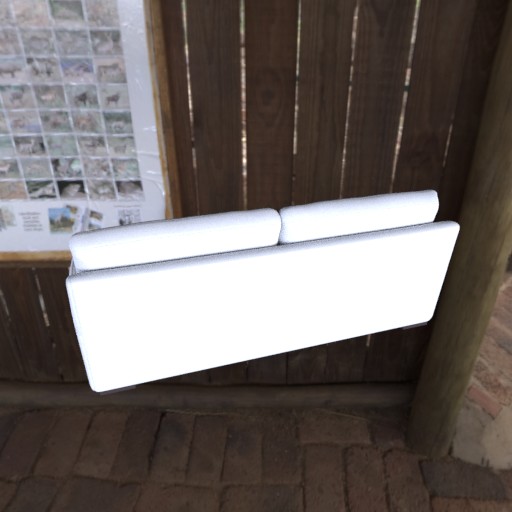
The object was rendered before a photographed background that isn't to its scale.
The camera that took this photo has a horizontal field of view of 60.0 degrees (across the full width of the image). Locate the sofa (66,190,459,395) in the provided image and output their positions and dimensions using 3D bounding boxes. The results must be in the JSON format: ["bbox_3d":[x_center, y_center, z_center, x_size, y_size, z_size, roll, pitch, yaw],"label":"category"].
[{"bbox_3d":[0.000,0.000,2.907,2.261,0.940,1.143,-8,28,-16],"label":"sofa"}]
